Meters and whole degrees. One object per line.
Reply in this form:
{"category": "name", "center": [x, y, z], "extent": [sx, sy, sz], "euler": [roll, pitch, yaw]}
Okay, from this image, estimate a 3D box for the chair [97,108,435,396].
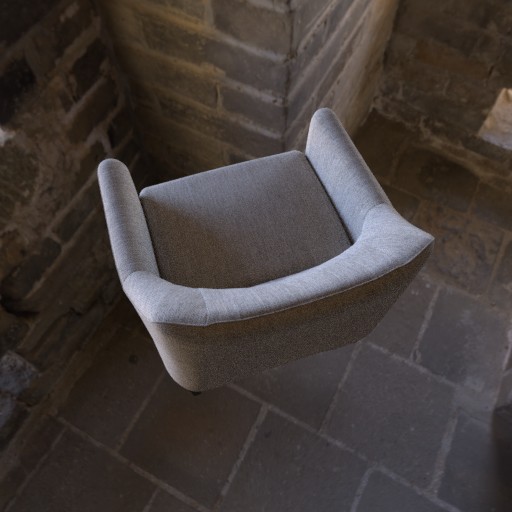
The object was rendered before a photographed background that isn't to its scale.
{"category": "chair", "center": [0.000, 0.000, 1.386], "extent": [0.796, 0.761, 0.758], "euler": [-16, 60, -9]}
